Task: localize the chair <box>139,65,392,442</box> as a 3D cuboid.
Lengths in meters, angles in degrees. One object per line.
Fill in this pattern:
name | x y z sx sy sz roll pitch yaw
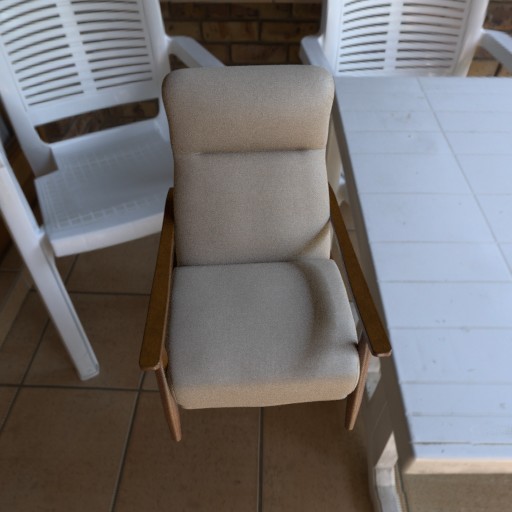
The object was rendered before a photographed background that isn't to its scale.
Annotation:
chair | 0.000 0.000 1.734 0.762 1.082 1.030 -3 46 -3
